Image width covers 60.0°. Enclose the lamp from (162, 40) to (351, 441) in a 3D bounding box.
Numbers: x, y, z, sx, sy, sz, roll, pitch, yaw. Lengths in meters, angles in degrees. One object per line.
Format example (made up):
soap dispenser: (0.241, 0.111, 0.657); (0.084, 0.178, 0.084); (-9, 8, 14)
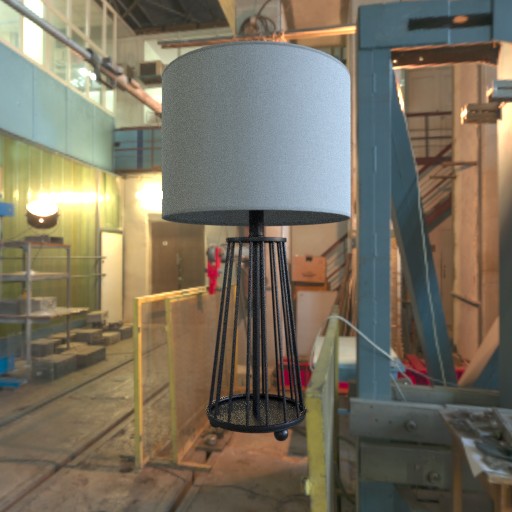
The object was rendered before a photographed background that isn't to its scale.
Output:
lamp: (0.000, 0.000, 0.771); (0.322, 0.593, 0.322); (0, 0, -35)
